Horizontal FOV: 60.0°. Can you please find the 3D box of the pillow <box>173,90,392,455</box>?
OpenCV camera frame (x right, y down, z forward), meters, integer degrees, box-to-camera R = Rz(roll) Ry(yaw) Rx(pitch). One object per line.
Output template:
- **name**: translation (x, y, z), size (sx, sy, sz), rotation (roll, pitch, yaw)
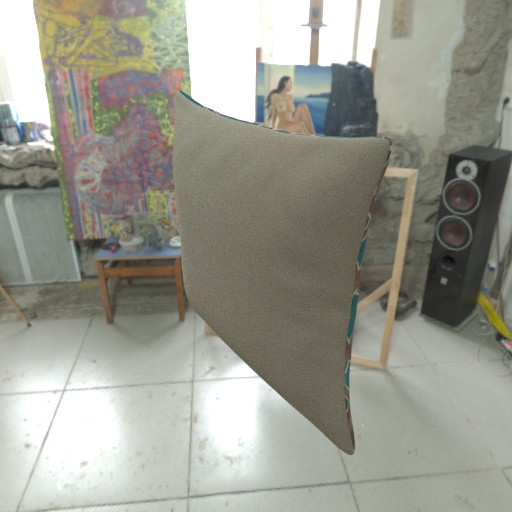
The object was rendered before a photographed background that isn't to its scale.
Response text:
- **pillow**: translation (0.000, 0.000, 0.785), size (0.166, 0.507, 0.526), rotation (-18, 32, -31)
